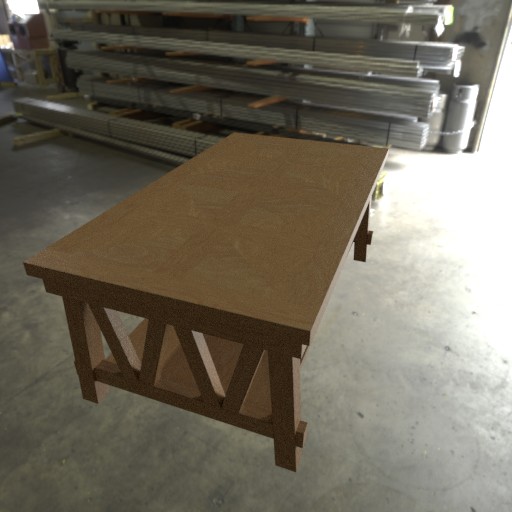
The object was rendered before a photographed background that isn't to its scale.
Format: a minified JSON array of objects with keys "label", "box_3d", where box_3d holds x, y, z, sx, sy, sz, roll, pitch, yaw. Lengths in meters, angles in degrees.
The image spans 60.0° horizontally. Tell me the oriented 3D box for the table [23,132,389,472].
[{"label":"table","box_3d":[0.000,0.000,1.593,0.711,0.507,1.270,11,32,18]}]
